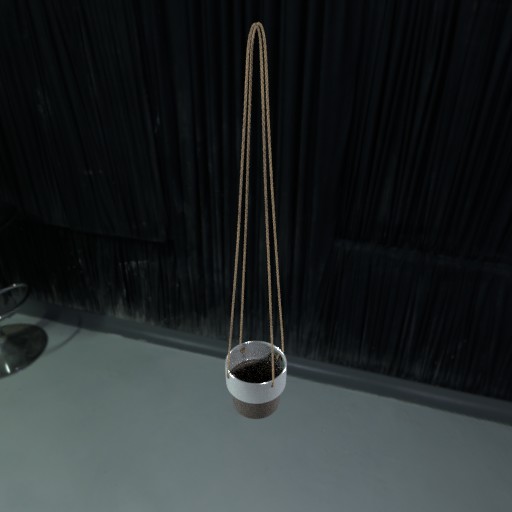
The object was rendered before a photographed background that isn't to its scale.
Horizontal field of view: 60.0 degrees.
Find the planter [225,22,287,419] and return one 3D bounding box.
[{"bbox_3d":[0.000,0.000,1.151,0.187,1.073,0.187,8,31,13],"label":"planter"}]
